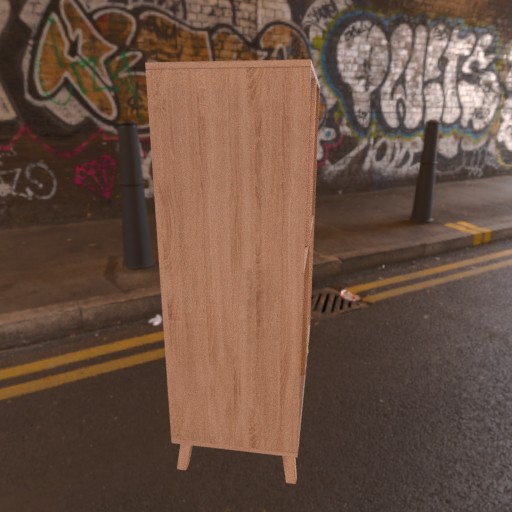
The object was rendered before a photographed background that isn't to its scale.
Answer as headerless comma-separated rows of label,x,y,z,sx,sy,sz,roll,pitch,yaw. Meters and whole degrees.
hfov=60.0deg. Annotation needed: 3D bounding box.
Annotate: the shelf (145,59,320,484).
shelf,0.000,0.000,1.849,0.450,1.390,1.000,3,18,9
